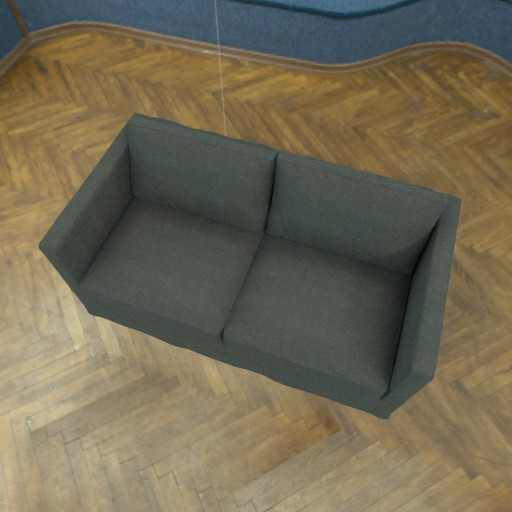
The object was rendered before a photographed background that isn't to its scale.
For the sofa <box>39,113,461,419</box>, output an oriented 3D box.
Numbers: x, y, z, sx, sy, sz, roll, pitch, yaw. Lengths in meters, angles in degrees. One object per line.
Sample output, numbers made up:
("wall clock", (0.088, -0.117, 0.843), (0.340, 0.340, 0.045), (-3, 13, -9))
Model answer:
("sofa", (0.000, 0.000, 2.303), (1.802, 0.854, 0.974), (17, 60, 10))
